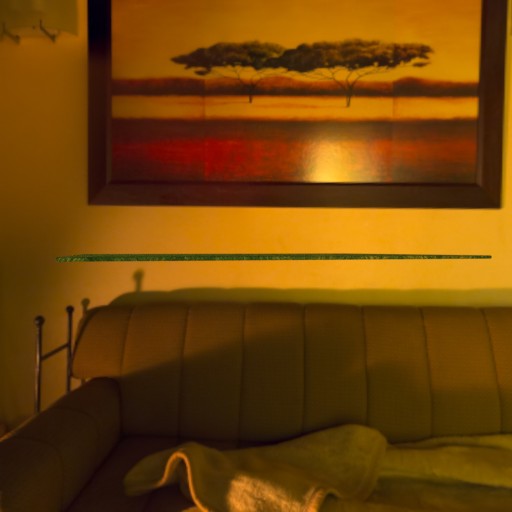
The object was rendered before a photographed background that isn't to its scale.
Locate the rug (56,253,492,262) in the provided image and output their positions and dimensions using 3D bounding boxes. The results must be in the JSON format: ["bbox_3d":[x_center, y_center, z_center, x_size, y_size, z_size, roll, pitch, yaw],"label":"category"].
[{"bbox_3d":[0.000,0.000,4.219,3.217,0.027,2.405,0,1,-18],"label":"rug"}]
